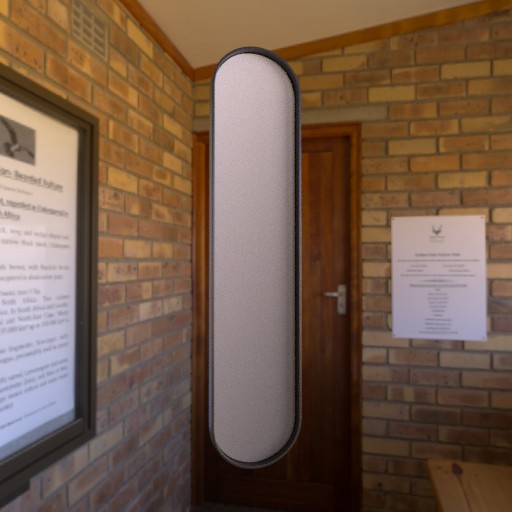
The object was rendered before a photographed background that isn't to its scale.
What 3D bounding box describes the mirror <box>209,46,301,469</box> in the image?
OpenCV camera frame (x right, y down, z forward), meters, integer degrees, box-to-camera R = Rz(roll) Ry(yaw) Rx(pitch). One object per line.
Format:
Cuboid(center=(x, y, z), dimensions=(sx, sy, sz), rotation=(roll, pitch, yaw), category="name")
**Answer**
Cuboid(center=(0.000, 0.000, 1.056), dimensions=(0.222, 0.991, 0.032), rotation=(0, -1, -19), category="mirror")
